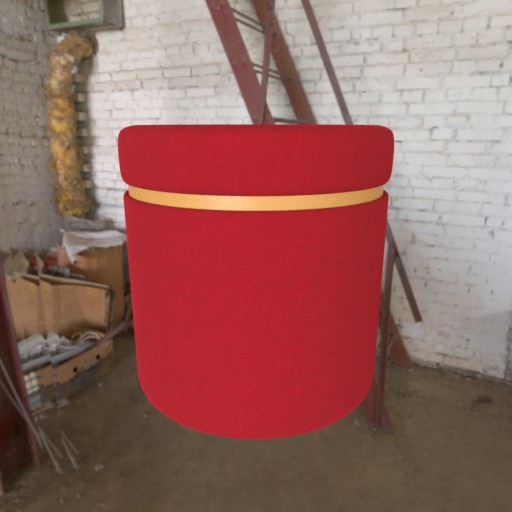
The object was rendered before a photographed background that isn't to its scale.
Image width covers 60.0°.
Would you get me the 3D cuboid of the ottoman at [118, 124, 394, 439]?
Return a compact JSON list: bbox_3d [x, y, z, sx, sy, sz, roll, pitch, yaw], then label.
[{"bbox_3d":[0.000,0.000,0.717,0.400,0.406,0.400,0,16,0],"label":"ottoman"}]
